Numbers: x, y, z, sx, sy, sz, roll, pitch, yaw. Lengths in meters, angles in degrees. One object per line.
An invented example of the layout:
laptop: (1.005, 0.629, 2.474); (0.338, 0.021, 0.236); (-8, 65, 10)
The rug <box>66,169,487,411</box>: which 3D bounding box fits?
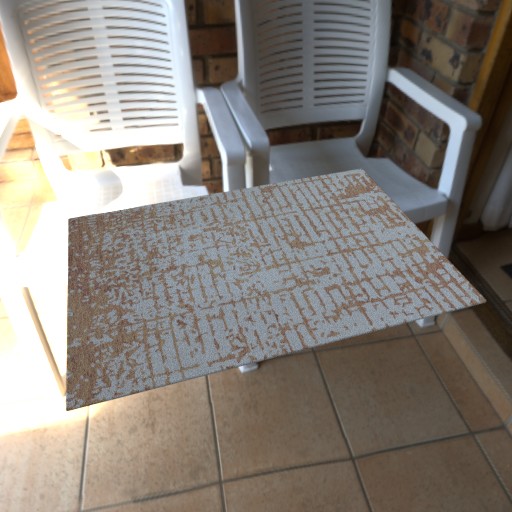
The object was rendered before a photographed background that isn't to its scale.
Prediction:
rug: (0.000, 0.000, 2.251); (1.829, 0.011, 1.219); (-12, 43, -13)
